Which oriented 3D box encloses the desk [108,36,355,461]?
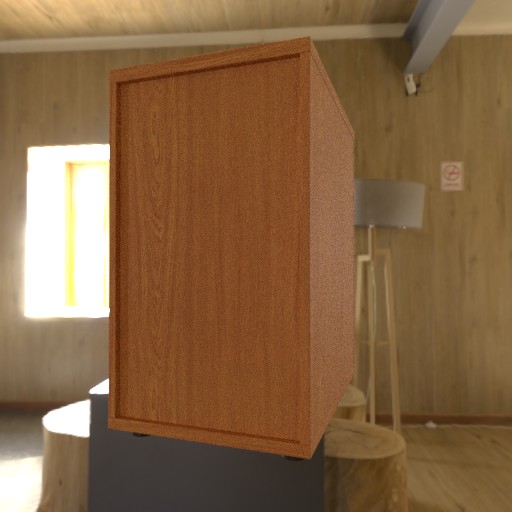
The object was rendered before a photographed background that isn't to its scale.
[{"bbox_3d":[0.000,0.000,1.088,0.404,0.730,0.600,0,-1,20],"label":"desk"}]
